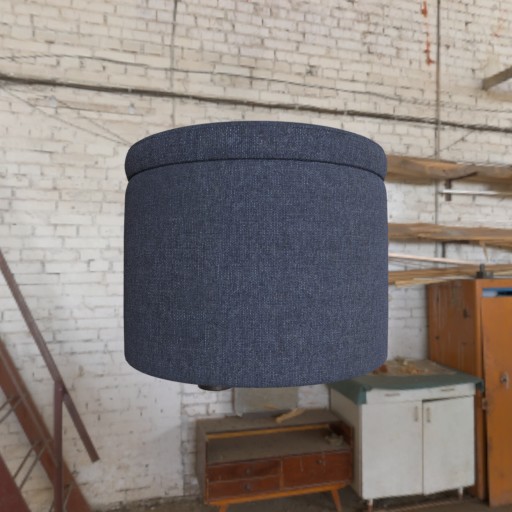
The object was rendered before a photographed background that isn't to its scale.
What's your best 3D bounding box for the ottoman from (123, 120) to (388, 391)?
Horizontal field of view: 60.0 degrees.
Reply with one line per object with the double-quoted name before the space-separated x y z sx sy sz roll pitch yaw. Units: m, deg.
"ottoman" 0.000 0.000 0.908 0.520 0.430 0.520 0 -1 0
